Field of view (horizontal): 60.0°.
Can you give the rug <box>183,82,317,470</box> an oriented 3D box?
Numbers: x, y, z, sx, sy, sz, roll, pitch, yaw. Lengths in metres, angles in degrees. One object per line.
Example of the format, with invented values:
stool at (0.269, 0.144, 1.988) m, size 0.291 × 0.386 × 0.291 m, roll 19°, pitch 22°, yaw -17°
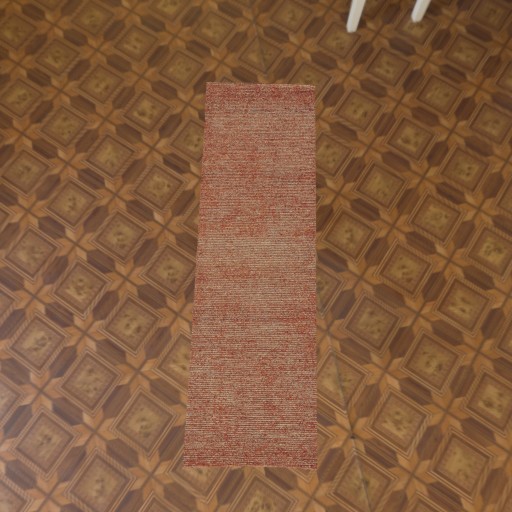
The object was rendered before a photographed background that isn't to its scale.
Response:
rug at (0.000, 0.000, 2.641) m, size 0.718 × 0.013 × 2.353 m, roll 2°, pitch 76°, yaw 0°
